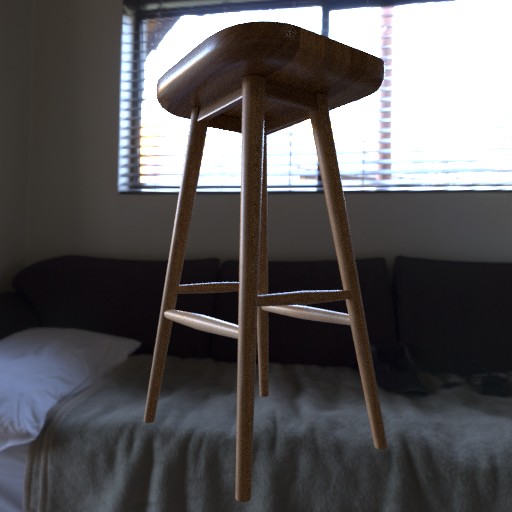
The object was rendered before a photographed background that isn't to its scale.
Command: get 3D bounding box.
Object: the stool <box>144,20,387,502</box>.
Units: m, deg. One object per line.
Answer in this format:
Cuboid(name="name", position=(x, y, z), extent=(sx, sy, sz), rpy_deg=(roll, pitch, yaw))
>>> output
Cuboid(name="stool", position=(0.000, 0.000, 0.873), extent=(0.322, 0.698, 0.407), rpy_deg=(0, 0, -35))
